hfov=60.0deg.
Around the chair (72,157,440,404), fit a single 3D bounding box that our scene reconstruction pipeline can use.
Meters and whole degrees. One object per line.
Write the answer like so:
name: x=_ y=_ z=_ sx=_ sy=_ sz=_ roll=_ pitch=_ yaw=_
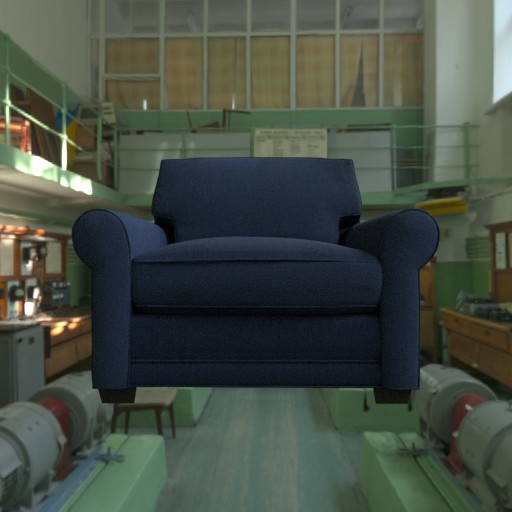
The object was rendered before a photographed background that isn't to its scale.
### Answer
chair: x=0.000 y=0.000 z=1.968 sx=1.285 sy=1.044 sz=0.963 roll=0 pitch=0 yaw=0
